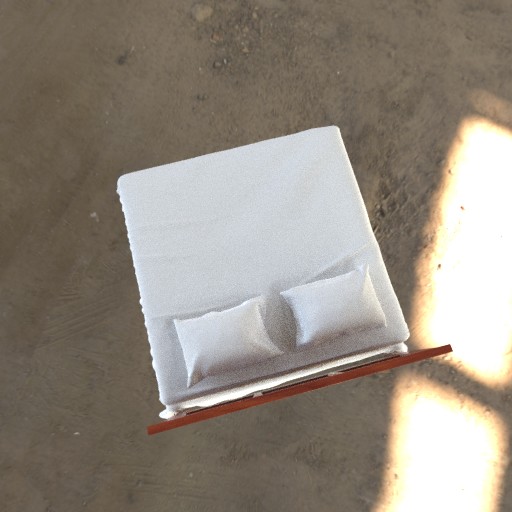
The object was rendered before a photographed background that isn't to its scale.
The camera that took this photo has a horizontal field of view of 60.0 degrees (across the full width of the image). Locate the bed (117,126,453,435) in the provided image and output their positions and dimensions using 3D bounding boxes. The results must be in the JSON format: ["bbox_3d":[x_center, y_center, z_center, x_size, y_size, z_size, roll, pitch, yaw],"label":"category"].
[{"bbox_3d":[0.000,0.000,3.671,2.314,1.271,2.219,-14,76,-4],"label":"bed"}]
